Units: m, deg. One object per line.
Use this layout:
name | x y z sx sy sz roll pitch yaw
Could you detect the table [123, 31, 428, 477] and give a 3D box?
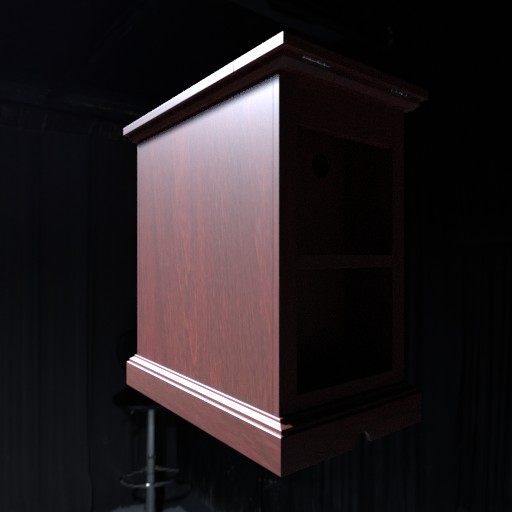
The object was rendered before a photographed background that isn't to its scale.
table | 0.000 0.000 0.942 0.356 0.612 0.584 0 0 -38
